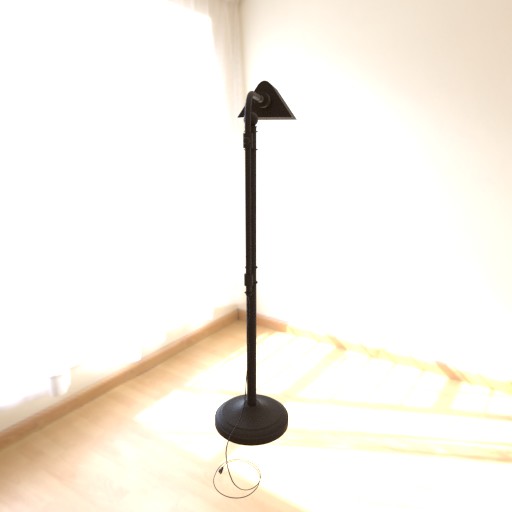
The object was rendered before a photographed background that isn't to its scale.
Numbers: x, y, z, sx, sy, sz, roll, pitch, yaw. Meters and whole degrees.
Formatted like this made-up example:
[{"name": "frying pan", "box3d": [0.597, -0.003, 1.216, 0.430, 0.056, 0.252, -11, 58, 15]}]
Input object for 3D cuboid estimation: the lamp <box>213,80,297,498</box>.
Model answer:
[{"name": "lamp", "box3d": [0.000, 0.000, 0.920, 0.159, 0.708, 0.545, 2, 15, 9]}]
